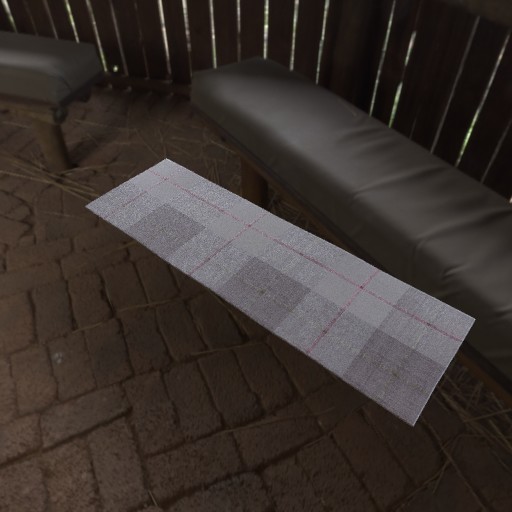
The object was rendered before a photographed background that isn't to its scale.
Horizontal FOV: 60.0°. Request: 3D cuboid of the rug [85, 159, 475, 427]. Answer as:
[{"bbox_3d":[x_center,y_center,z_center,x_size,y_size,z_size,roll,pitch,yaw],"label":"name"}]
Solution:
[{"bbox_3d":[0.000,0.000,2.729,2.439,0.013,0.762,30,53,26],"label":"rug"}]
